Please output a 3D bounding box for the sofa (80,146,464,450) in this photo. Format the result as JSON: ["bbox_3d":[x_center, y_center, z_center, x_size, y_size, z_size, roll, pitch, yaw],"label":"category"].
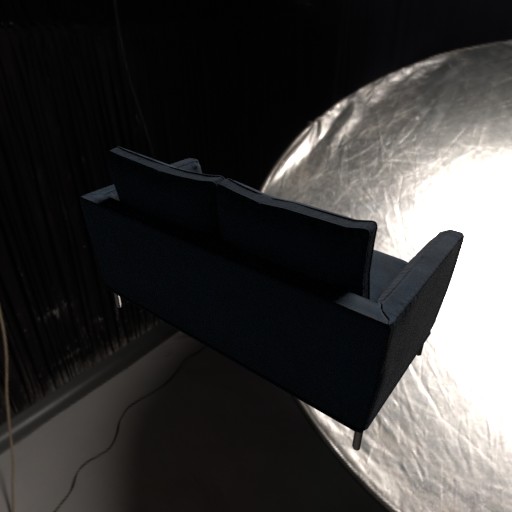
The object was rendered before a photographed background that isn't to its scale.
[{"bbox_3d":[0.000,0.000,2.322,1.770,1.002,0.853,22,37,32],"label":"sofa"}]
